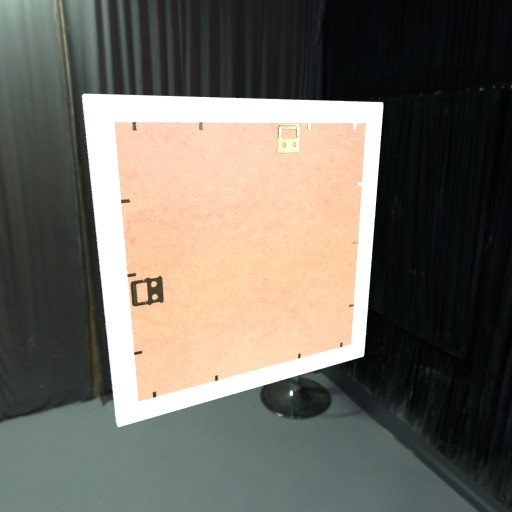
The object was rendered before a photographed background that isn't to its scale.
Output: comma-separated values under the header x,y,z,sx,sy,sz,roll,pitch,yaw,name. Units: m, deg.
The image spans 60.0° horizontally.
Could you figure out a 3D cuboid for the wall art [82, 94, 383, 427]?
x,y,z,sx,sy,sz,roll,pitch,yaw,name
0.000,0.000,0.874,0.584,0.584,0.013,-8,18,-26,wall art
